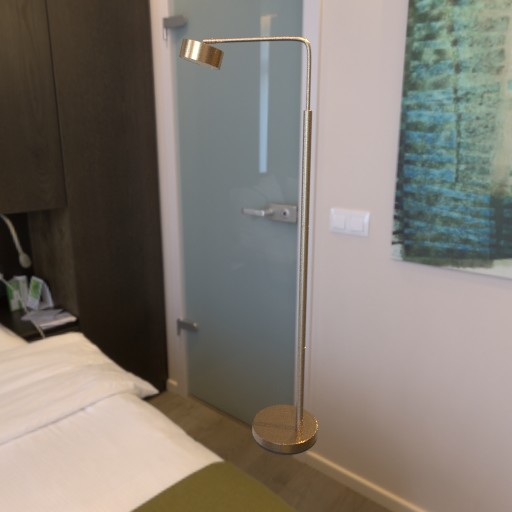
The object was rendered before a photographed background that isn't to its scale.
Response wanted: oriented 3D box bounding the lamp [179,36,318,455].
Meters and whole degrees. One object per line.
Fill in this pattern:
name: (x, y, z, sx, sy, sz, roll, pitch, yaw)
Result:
lamp: (0.000, 0.000, 1.369, 0.418, 1.230, 0.219, 3, 14, 10)
